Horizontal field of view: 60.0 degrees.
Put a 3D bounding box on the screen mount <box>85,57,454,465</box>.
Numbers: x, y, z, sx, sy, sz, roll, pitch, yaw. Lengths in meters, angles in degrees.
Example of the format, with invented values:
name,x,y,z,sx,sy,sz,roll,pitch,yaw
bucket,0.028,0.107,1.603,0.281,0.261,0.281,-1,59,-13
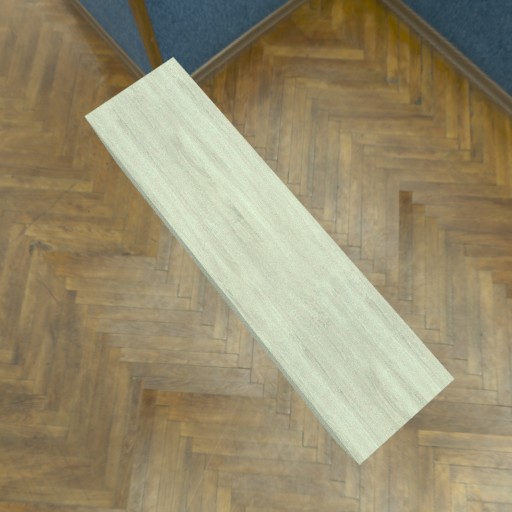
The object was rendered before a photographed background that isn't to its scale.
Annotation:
name,x,y,z,sx,sy,sz,roll,pitch,yaw
screen mount,0.000,0.000,1.752,0.400,0.510,1.500,-38,79,-9
